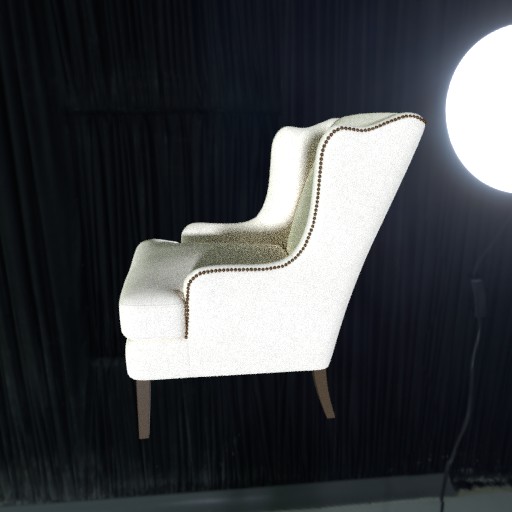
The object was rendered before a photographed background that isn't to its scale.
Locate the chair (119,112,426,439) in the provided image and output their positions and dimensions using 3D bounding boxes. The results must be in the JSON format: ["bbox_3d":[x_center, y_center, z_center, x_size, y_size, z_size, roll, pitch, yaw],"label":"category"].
[{"bbox_3d":[0.000,0.000,1.675,0.940,1.029,0.737,-3,16,-9],"label":"chair"}]
